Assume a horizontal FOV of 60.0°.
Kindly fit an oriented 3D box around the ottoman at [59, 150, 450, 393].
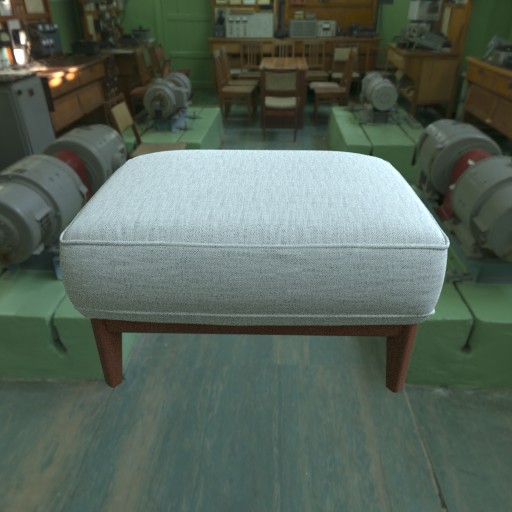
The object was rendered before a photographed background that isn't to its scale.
[{"bbox_3d":[0.000,0.000,1.171,0.794,0.465,0.594,1,31,1],"label":"ottoman"}]
